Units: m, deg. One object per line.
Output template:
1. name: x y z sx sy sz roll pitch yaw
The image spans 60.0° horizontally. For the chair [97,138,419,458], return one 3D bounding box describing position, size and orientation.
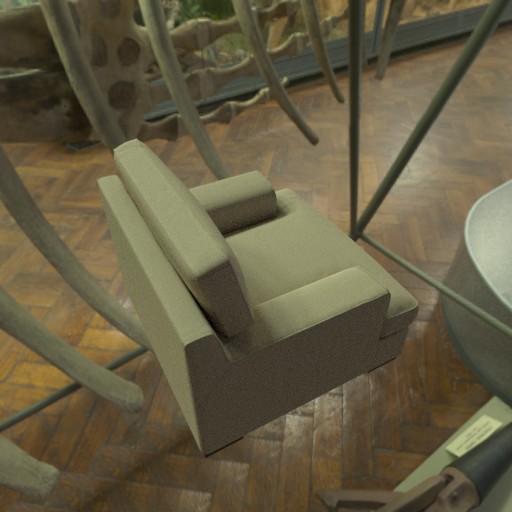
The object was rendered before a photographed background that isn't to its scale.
1. chair: 0.000 0.000 2.157 1.274 1.005 1.293 -26 47 -27
